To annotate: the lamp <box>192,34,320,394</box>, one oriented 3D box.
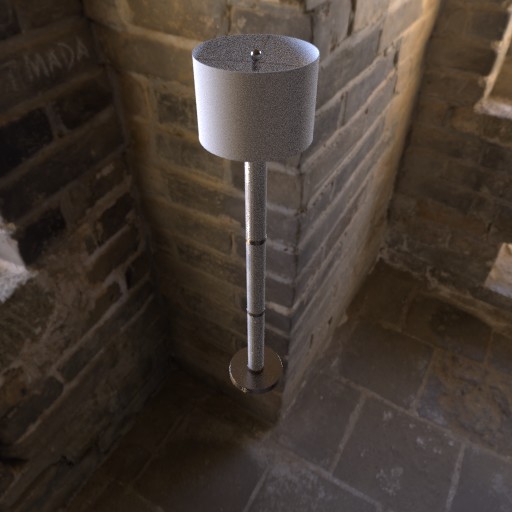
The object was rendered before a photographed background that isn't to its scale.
[{"bbox_3d":[0.000,0.000,1.821,0.377,1.599,0.377,-11,42,-12],"label":"lamp"}]
